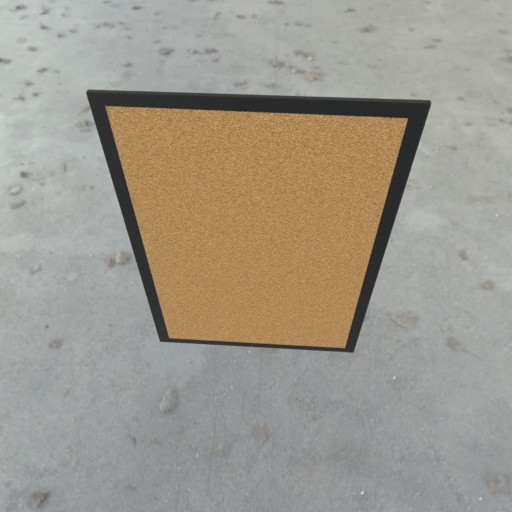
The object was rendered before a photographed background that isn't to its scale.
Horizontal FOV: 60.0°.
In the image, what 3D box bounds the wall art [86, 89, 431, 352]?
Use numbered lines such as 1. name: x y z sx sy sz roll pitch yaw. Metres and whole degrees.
1. wall art: 0.000 0.000 1.265 0.707 0.967 0.013 3 47 2
